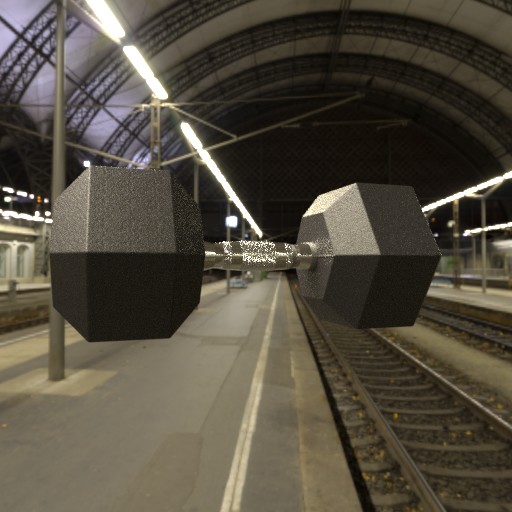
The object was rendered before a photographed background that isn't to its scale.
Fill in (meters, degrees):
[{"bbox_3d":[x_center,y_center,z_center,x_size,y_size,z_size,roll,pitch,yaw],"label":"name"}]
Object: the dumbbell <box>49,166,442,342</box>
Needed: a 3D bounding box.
[{"bbox_3d":[0.000,0.000,0.329,0.271,0.106,0.122,0,-1,-18],"label":"dumbbell"}]
